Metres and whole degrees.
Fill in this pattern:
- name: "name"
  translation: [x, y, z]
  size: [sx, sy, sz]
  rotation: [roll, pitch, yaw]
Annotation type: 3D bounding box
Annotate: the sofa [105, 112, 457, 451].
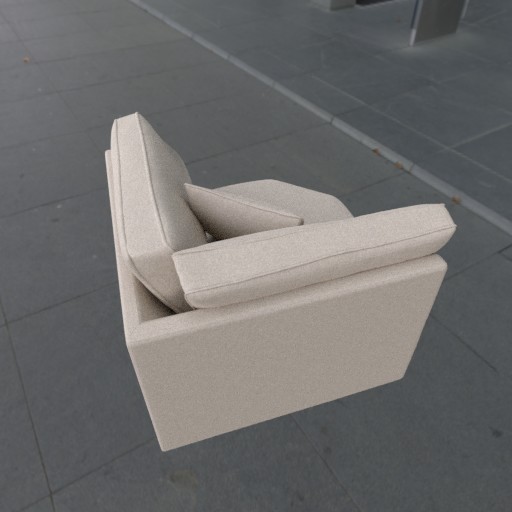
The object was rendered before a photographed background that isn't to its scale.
- name: "sofa"
  translation: [0.000, 0.000, 1.855]
  size: [1.050, 0.937, 1.042]
  rotation: [-12, 44, -12]
